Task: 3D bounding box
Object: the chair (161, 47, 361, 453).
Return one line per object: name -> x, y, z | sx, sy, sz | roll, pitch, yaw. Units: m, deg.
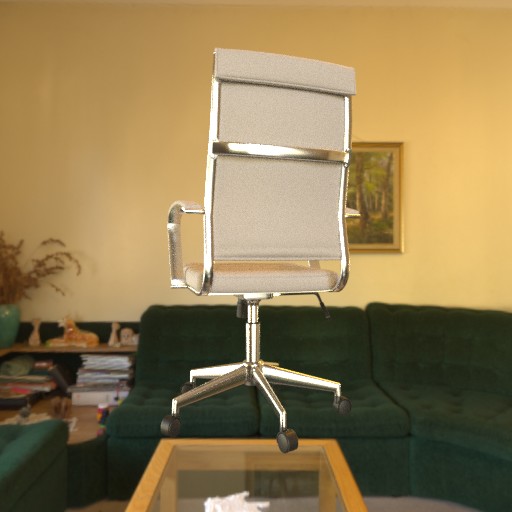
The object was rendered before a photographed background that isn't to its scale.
chair -> 0.000, 0.000, 1.574 | 0.679, 1.149, 0.667 | 0, 0, -18
